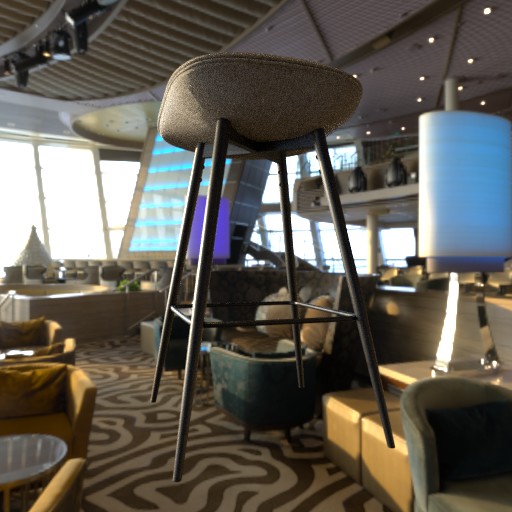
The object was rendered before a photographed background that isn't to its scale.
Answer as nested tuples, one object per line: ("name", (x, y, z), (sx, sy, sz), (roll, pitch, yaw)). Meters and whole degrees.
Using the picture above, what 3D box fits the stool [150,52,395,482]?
("stool", (0.000, 0.000, 1.094), (0.469, 0.814, 0.480), (0, -1, -18))
